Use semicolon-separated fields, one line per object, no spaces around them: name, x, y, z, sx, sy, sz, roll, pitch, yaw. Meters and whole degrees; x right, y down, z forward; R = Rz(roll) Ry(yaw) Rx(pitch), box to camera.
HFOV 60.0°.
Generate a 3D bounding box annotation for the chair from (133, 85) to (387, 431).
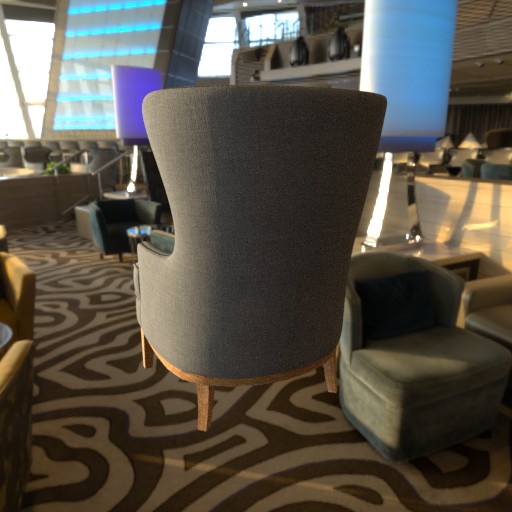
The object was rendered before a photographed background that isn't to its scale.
chair;0.000;0.000;1.751;0.864;1.176;0.883;-7;16;-25
